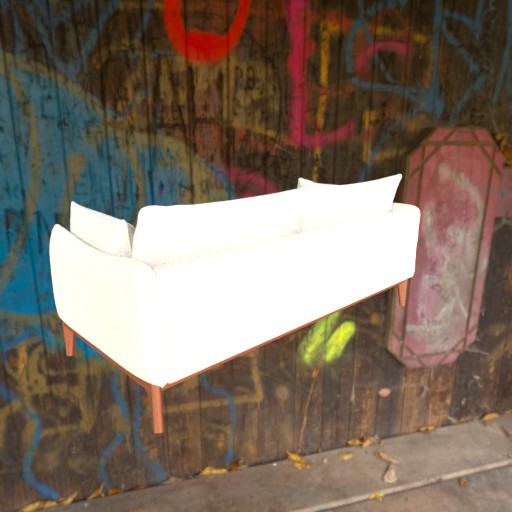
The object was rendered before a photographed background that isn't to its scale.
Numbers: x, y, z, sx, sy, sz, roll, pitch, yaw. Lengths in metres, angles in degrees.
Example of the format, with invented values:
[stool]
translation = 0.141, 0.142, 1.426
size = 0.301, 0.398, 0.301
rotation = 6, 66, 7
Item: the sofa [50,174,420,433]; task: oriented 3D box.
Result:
[sofa]
translation = 0.000, 0.000, 2.513
size = 1.989, 0.860, 0.991
rotation = -14, 21, -42
